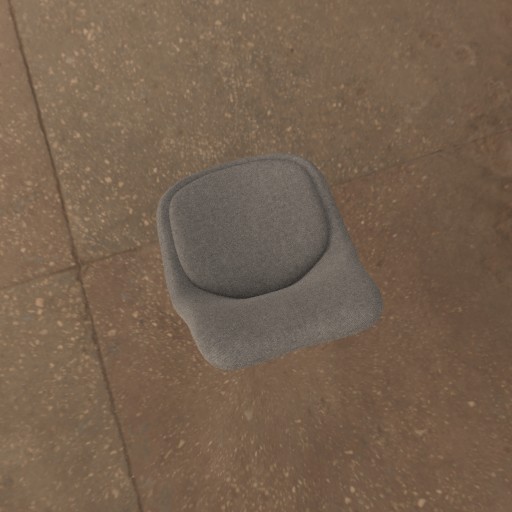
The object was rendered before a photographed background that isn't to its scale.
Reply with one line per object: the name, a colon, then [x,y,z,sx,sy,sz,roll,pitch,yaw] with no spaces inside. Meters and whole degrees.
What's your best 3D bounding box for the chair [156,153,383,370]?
chair: [0.000,0.000,1.211,0.483,0.865,0.550,-16,77,-4]
